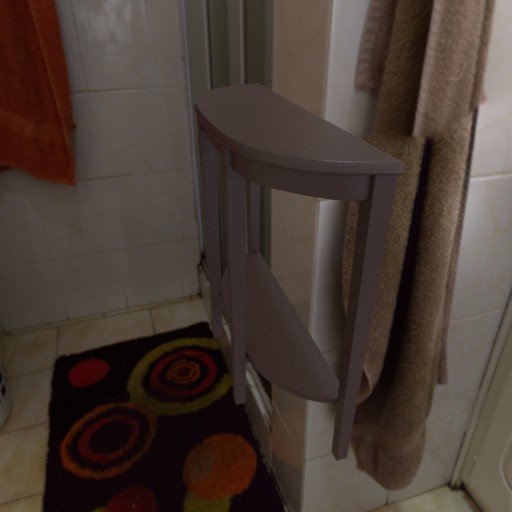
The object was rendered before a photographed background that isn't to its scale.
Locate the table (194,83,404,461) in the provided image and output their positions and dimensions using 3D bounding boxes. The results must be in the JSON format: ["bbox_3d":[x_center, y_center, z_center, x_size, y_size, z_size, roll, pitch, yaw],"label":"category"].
[{"bbox_3d":[0.000,0.000,1.322,0.274,0.831,0.909,-8,31,-14],"label":"table"}]
